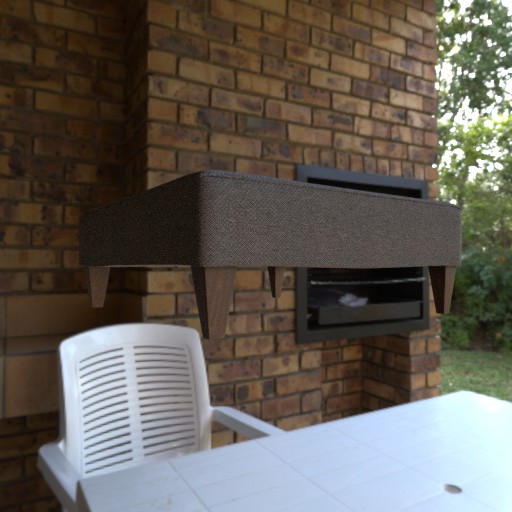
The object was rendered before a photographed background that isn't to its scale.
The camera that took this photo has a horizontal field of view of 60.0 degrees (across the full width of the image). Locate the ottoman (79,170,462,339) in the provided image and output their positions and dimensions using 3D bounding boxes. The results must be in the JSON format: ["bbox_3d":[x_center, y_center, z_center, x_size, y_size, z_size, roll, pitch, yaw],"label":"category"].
[{"bbox_3d":[0.000,0.000,1.549,0.970,0.378,0.981,1,-2,-35],"label":"ottoman"}]
